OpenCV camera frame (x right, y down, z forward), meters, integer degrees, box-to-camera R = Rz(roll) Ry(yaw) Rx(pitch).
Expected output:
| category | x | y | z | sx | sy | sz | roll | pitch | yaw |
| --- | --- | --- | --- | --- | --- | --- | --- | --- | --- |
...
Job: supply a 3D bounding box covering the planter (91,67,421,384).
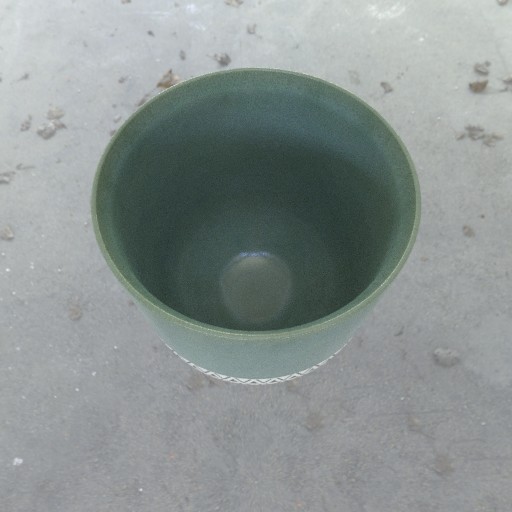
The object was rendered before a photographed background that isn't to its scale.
| category | x | y | z | sx | sy | sz | roll | pitch | yaw |
| --- | --- | --- | --- | --- | --- | --- | --- | --- | --- |
| planter | 0.000 | 0.000 | 0.479 | 0.266 | 0.270 | 0.266 | 0 | 63 | 0 |
